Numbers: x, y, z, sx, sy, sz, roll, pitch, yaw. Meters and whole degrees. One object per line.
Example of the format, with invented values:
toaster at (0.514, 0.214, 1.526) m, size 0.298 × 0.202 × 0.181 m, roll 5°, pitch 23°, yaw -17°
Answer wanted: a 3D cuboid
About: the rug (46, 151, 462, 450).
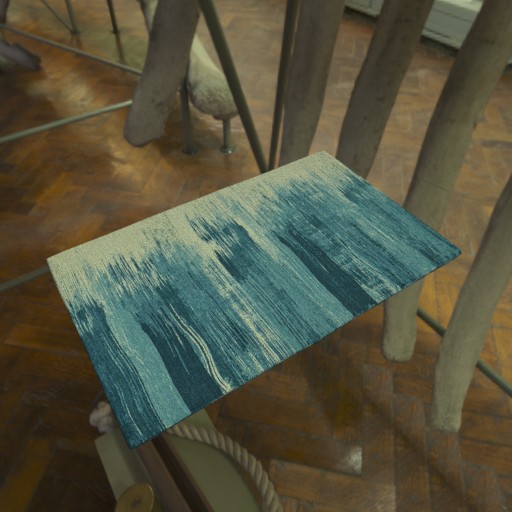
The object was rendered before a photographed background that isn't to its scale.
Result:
rug at (0.000, 0.000, 3.040) m, size 2.450 × 0.027 × 1.540 m, roll -25°, pitch 51°, yaw -22°
